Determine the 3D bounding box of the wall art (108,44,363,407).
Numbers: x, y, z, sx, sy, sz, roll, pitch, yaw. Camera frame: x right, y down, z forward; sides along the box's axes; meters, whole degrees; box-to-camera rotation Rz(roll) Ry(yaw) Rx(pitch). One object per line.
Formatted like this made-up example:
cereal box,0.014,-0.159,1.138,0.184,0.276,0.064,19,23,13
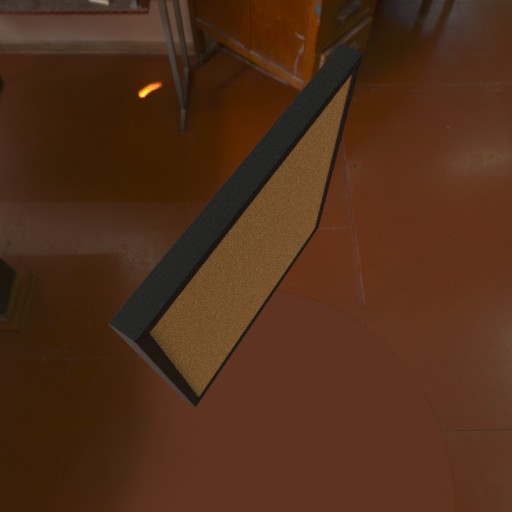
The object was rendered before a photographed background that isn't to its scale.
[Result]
wall art,0.000,0.000,0.778,0.037,0.508,0.508,31,68,14
